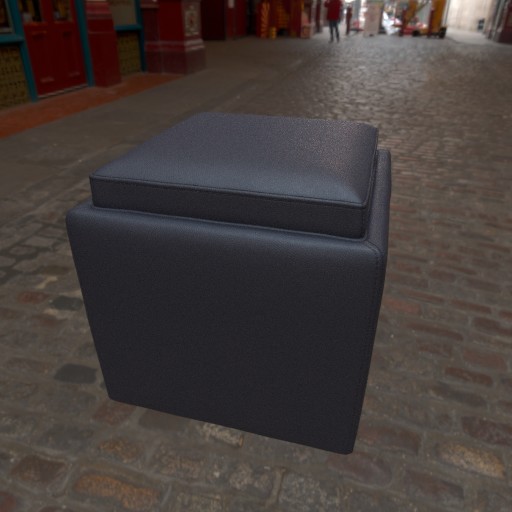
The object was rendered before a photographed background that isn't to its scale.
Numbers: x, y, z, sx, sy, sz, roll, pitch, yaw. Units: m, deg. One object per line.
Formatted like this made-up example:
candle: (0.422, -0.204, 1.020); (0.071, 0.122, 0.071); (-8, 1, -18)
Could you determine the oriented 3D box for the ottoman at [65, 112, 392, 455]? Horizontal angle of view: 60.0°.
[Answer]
ottoman: (0.000, 0.000, 0.824); (0.450, 0.460, 0.451); (8, 31, 13)
